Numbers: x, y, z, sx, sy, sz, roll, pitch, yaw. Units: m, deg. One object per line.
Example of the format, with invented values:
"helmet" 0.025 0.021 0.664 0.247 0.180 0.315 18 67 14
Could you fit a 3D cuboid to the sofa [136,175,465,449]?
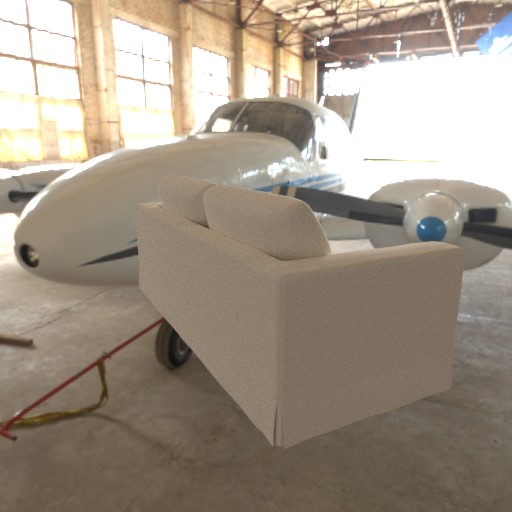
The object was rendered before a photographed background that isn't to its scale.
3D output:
"sofa" 0.000 0.000 2.656 0.954 0.881 2.163 -7 16 -27
